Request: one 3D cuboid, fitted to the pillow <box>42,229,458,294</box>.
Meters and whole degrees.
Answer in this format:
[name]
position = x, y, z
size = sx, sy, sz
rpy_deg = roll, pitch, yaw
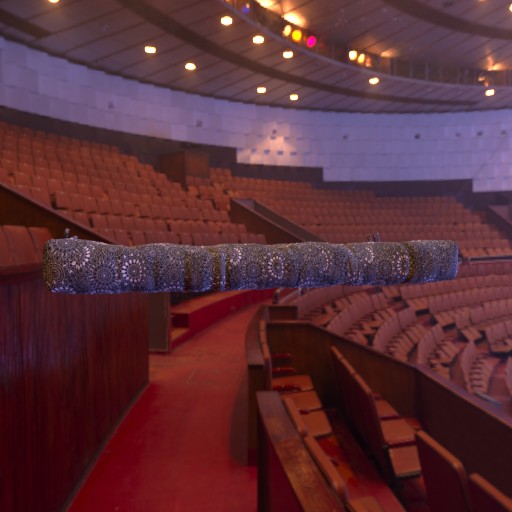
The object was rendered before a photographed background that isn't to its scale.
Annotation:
[pillow]
position = 0.000, 0.000, 1.361
size = 1.194, 0.174, 0.511
rpy_deg = -1, 2, -19
